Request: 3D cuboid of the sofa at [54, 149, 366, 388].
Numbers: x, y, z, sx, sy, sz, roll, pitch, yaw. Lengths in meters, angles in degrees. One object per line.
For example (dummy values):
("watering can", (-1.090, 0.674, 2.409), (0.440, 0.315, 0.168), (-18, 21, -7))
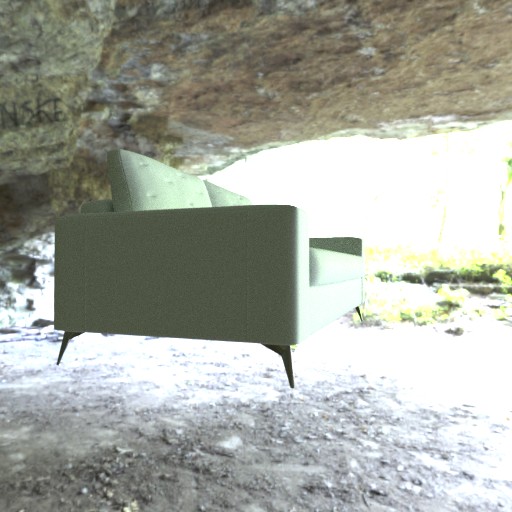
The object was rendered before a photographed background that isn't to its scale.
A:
("sofa", (0.000, 0.000, 2.159), (0.920, 0.790, 1.650), (-1, -1, 20))
